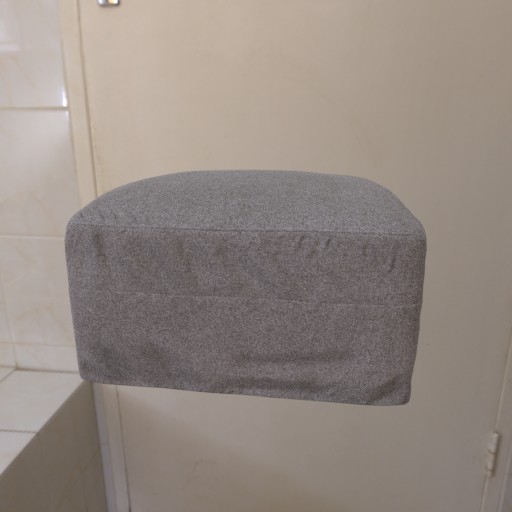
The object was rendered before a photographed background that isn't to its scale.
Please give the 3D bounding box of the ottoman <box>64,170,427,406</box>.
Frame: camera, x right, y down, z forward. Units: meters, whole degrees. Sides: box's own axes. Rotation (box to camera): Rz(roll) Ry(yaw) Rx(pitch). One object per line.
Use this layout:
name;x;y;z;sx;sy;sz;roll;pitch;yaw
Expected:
ottoman;0.000;0.000;1.274;0.837;0.481;0.683;2;16;8
